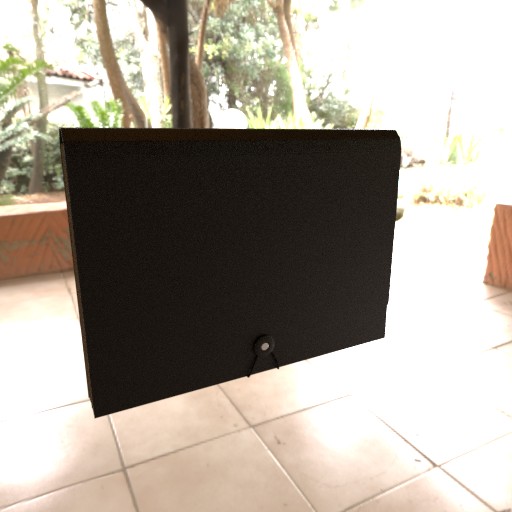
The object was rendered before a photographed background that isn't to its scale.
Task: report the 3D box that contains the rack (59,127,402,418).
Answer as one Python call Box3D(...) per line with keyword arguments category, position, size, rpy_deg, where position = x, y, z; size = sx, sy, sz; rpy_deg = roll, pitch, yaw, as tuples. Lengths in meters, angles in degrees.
Box3D(category="rack", position=(0.000, 0.000, 0.436), size=(0.330, 0.241, 0.041), rpy_deg=(-8, 17, -27))
